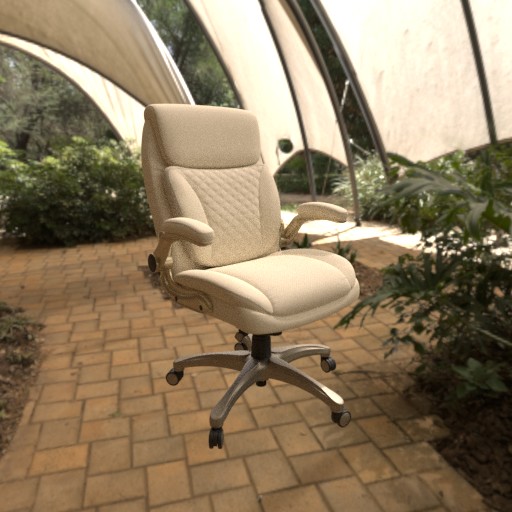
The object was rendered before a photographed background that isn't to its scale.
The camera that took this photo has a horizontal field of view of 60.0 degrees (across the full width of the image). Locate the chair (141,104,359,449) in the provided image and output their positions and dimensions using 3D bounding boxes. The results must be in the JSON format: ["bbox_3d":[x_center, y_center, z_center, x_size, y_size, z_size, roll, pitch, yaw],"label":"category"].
[{"bbox_3d":[0.000,0.000,1.649,0.740,1.110,0.794,-13,19,-43],"label":"chair"}]
